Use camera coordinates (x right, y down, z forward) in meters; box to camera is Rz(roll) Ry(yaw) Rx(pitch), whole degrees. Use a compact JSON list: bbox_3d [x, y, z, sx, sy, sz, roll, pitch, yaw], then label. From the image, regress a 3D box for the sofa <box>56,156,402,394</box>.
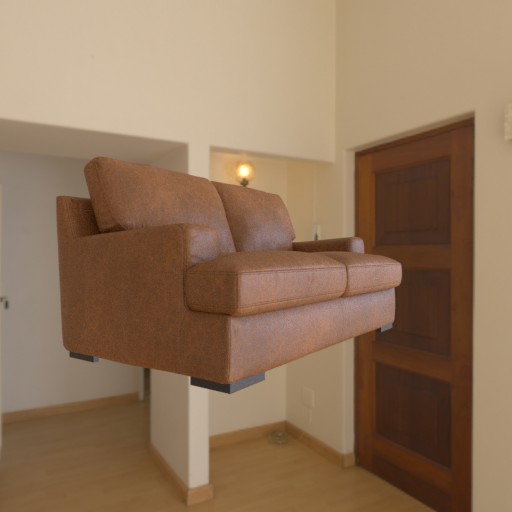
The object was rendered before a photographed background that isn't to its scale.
[{"bbox_3d":[0.000,0.000,2.560,1.144,0.966,1.880,0,0,35],"label":"sofa"}]
